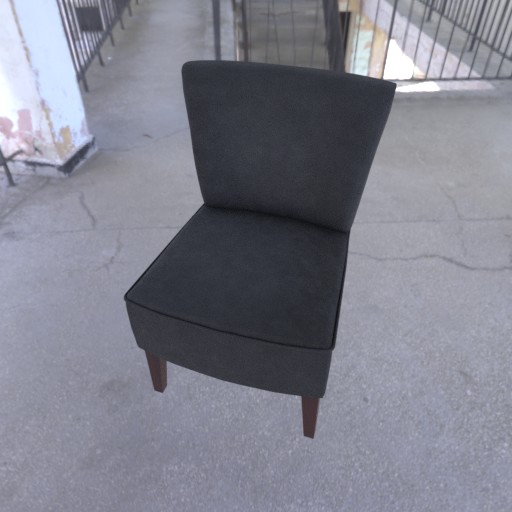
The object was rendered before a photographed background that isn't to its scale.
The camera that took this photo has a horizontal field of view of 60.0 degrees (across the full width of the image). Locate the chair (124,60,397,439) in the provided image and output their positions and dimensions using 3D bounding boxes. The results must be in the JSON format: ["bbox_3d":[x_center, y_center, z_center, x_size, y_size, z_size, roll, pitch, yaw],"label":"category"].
[{"bbox_3d":[0.000,0.000,1.154,0.521,0.806,0.554,12,42,13],"label":"chair"}]
